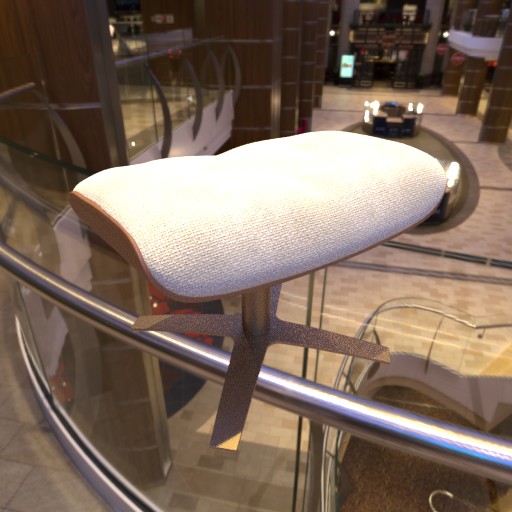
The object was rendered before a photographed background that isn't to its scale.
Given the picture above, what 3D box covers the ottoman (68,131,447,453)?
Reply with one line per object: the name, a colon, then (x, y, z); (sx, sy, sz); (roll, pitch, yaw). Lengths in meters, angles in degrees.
ottoman: (0.000, 0.000, 0.792); (0.520, 0.391, 0.394); (-18, 34, -29)
